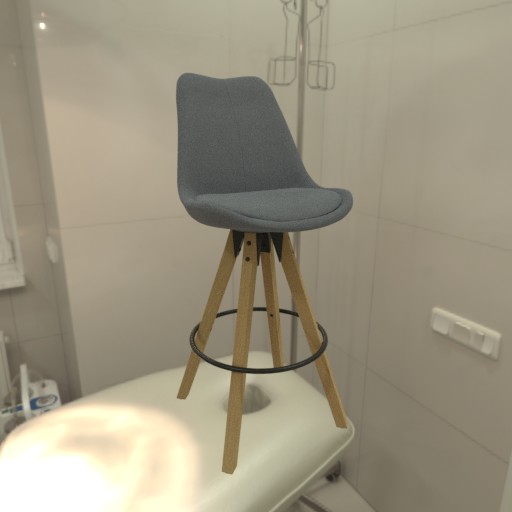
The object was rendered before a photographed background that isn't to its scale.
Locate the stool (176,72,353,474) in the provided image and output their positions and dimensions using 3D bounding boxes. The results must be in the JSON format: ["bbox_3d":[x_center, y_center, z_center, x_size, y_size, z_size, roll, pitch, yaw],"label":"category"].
[{"bbox_3d":[0.000,0.000,1.410,0.485,1.115,0.550,-9,19,-27],"label":"stool"}]
